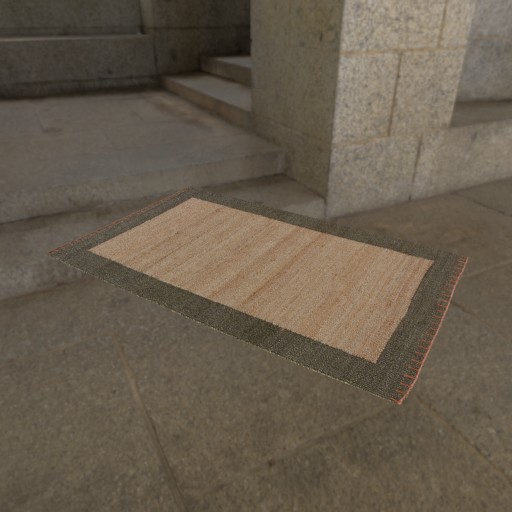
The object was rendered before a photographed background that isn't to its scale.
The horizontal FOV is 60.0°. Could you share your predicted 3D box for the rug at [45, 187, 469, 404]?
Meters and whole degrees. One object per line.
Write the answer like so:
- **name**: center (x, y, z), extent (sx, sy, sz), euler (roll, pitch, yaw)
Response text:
- **rug**: center (0.000, 0.000, 2.966), extent (2.435, 0.006, 1.521), euler (18, 34, 28)
